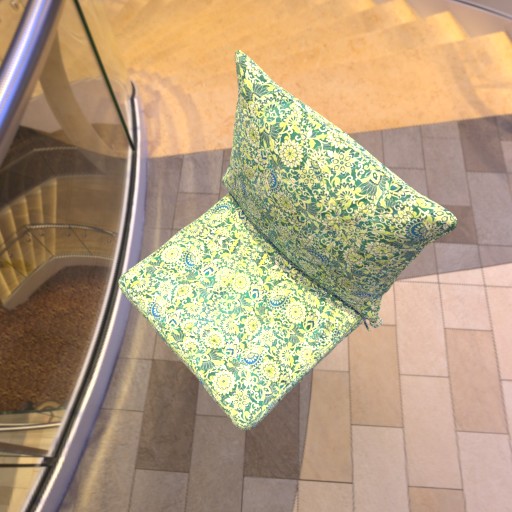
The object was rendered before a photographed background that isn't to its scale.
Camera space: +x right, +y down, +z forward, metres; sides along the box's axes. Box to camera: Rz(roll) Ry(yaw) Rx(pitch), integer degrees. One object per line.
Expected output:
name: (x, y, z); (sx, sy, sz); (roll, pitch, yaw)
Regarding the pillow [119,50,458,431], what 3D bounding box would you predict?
pillow: (0.000, 0.000, 1.365); (0.740, 0.722, 0.798); (-40, 71, -17)
